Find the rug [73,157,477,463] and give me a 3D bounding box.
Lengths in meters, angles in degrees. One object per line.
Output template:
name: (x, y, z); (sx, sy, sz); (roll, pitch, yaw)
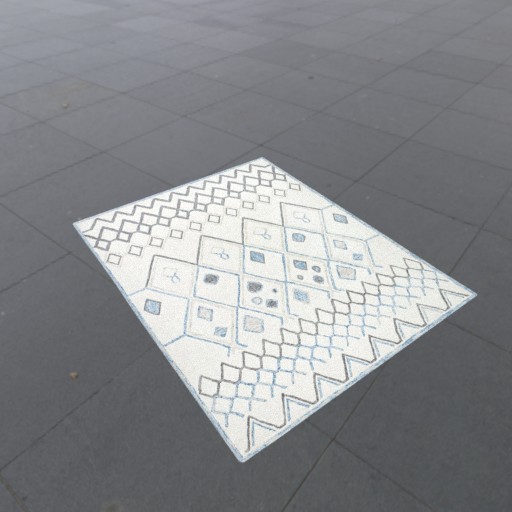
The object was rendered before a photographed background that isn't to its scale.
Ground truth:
rug: (0.000, 0.000, 4.158); (2.441, 0.013, 3.056); (-25, 46, -27)
